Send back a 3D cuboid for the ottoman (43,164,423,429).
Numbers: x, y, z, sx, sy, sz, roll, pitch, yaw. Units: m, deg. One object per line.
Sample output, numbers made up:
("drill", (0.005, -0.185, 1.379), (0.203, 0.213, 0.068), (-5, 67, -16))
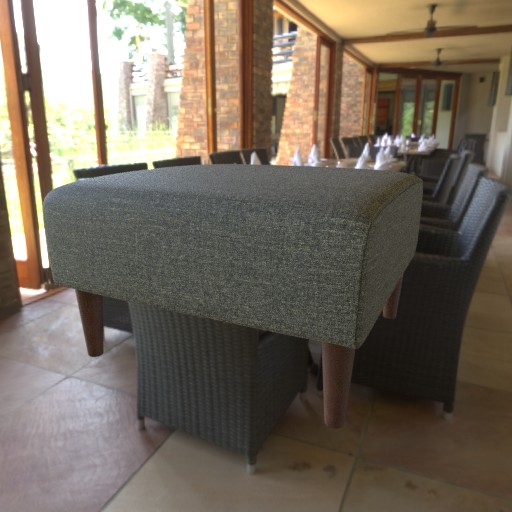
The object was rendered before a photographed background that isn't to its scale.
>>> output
("ottoman", (0.000, 0.000, 1.041), (0.655, 0.399, 0.648), (8, 17, 25))
